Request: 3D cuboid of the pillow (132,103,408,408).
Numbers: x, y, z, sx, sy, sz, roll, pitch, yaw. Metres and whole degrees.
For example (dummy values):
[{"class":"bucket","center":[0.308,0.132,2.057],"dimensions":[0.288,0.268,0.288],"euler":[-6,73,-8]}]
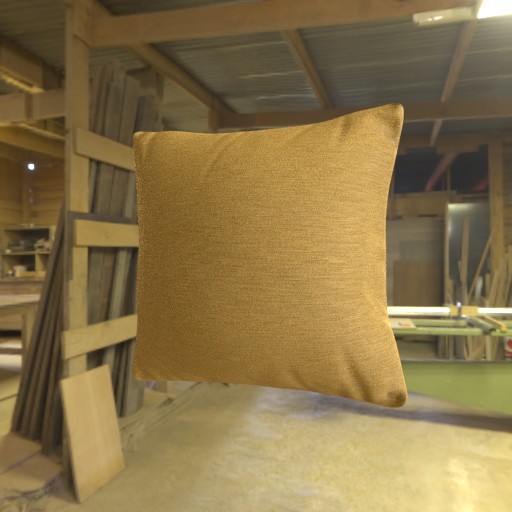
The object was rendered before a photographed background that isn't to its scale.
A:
[{"class":"pillow","center":[0.000,0.000,0.675],"dimensions":[0.435,0.417,0.247],"euler":[0,-1,19]}]
